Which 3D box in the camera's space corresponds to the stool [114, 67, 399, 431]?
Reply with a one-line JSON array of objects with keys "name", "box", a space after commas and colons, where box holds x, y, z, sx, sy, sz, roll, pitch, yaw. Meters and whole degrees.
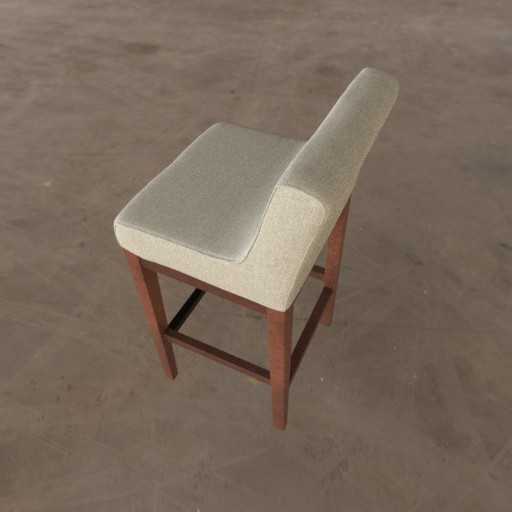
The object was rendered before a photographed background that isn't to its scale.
[{"name": "stool", "box": [0.000, 0.000, 1.231, 0.500, 0.937, 0.511, 19, 48, 18]}]
